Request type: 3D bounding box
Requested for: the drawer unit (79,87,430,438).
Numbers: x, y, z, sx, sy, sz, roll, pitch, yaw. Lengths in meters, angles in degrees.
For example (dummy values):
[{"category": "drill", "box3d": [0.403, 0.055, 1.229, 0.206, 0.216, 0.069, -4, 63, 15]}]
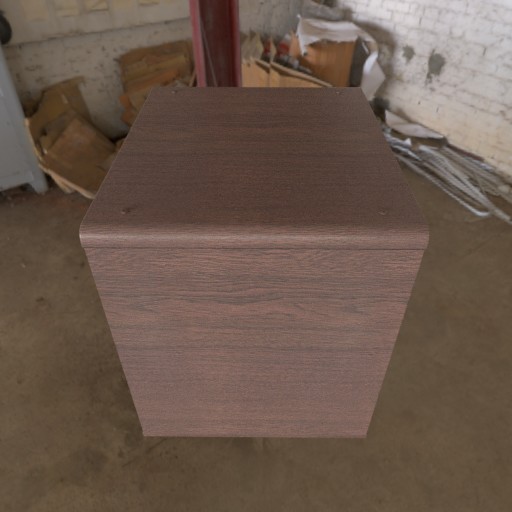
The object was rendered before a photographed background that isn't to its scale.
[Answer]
[{"category": "drawer unit", "box3d": [0.000, 0.000, 0.602, 0.290, 0.344, 0.344, 0, 40, 0]}]
